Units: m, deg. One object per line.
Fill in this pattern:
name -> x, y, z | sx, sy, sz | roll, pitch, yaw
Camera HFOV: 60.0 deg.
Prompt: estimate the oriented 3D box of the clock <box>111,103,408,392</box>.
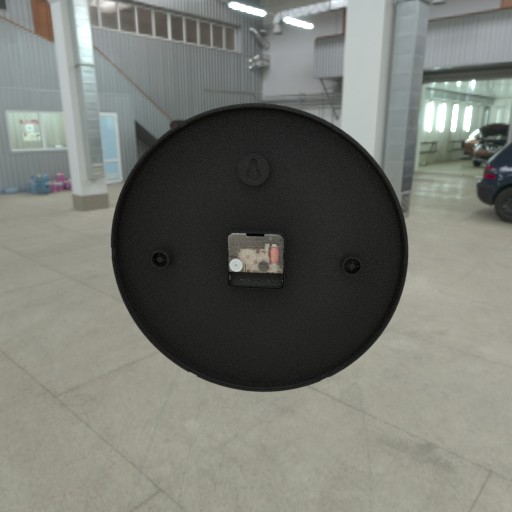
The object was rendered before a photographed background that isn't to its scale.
clock -> 0.000, 0.000, 0.450 | 0.293, 0.293, 0.040 | 2, 16, 7
